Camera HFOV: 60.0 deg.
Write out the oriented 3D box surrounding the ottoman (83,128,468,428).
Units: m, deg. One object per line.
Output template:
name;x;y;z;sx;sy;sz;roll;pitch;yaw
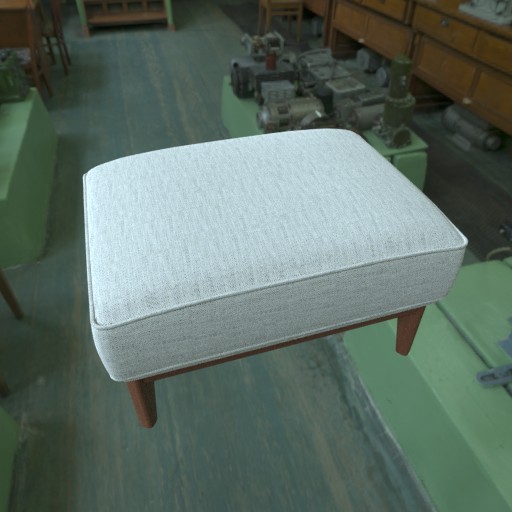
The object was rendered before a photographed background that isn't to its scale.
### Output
ottoman;0.000;0.000;1.160;0.794;0.465;0.594;-12;42;-13
